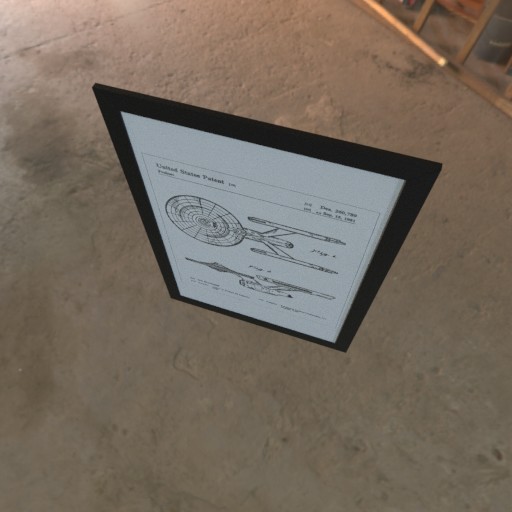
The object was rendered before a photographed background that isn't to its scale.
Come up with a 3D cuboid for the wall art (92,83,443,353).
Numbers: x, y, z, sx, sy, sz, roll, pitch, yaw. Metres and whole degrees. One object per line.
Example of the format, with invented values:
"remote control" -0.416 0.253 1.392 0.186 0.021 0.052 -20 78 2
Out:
"wall art" 0.000 0.000 0.685 0.379 0.530 0.008 16 60 9
